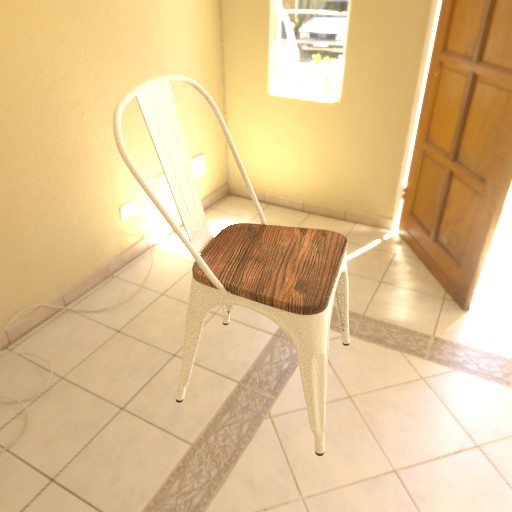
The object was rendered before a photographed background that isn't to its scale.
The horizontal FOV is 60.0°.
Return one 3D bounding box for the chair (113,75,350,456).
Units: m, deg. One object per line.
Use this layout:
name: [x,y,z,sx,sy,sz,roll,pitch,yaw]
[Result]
chair: [0.000,0.000,1.168,0.521,0.851,0.452,10,34,16]
